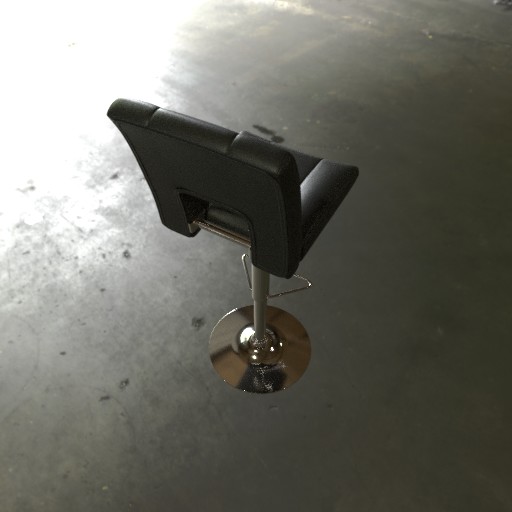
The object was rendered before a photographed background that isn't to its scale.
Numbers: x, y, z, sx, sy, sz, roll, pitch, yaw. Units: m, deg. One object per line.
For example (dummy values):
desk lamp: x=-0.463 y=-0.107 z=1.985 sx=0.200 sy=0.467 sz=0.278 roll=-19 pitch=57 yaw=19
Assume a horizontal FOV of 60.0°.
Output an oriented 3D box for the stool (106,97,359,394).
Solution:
stool: x=0.000 y=0.000 z=1.353 sx=0.415 sy=1.151 sz=0.520 roll=23 pitch=52 yaw=20
